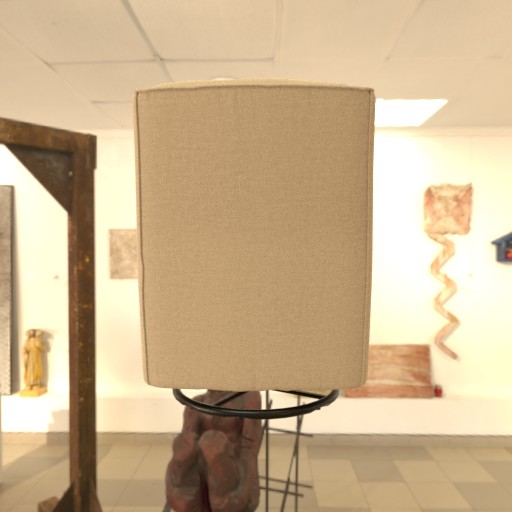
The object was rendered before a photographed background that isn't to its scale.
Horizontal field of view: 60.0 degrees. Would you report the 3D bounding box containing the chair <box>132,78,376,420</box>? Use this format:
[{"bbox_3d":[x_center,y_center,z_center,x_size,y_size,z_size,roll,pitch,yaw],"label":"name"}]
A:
[{"bbox_3d":[0.000,0.000,1.602,0.732,0.993,0.879,0,1,1],"label":"chair"}]
